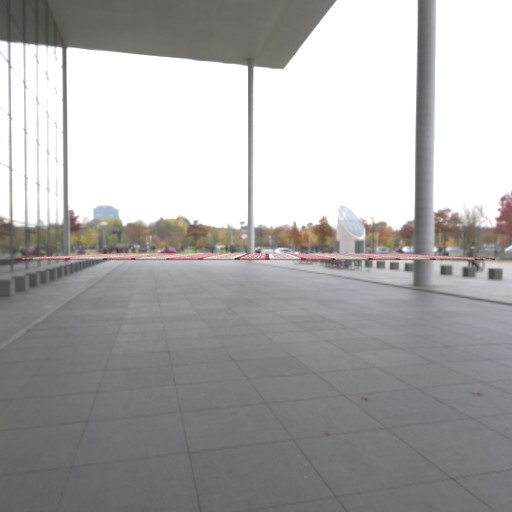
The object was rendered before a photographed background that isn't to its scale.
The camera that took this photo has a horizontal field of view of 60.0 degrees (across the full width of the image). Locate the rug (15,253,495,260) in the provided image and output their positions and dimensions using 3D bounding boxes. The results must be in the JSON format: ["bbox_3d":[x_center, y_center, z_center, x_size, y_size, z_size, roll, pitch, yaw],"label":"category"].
[{"bbox_3d":[0.000,0.000,3.002,2.431,0.010,1.535,0,1,1],"label":"rug"}]
